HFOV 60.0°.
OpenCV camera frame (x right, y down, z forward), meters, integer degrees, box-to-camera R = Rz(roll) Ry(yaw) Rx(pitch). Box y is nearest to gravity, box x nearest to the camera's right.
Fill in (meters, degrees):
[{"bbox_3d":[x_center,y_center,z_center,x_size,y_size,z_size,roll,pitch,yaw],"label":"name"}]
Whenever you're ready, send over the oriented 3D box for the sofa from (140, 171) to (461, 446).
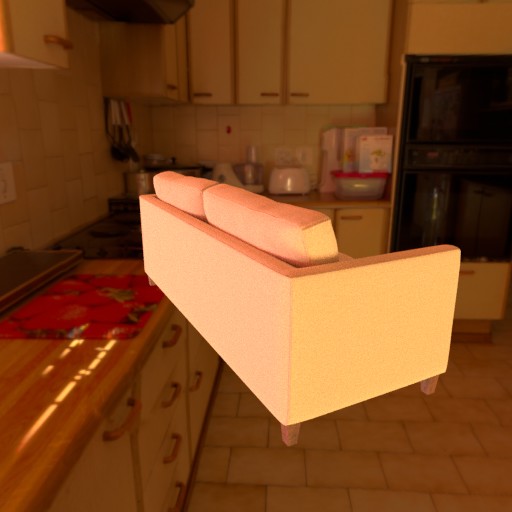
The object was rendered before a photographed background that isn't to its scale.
[{"bbox_3d":[0.000,0.000,2.871,0.951,0.968,2.361,-8,18,-26],"label":"sofa"}]
